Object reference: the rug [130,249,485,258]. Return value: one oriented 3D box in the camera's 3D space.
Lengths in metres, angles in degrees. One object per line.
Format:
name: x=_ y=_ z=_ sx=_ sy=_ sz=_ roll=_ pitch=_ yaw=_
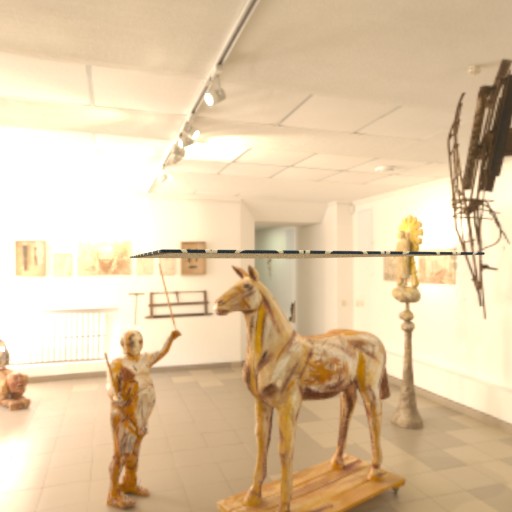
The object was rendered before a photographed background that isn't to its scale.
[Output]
rug: x=0.000 y=0.000 z=2.231 sx=1.143 sy=0.010 sz=1.753 roll=0 pitch=-1 yaw=-19
